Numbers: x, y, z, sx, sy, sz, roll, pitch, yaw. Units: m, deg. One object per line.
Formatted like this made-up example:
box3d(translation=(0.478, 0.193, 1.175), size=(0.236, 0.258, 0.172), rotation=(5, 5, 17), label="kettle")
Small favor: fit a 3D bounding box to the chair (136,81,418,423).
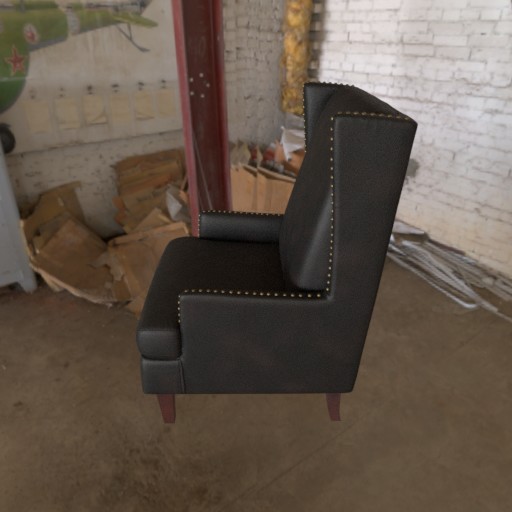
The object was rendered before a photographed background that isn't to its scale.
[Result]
box3d(translation=(0.000, 0.000, 1.641), size=(0.799, 1.142, 0.703), rotation=(-1, 28, -1), label="chair")
